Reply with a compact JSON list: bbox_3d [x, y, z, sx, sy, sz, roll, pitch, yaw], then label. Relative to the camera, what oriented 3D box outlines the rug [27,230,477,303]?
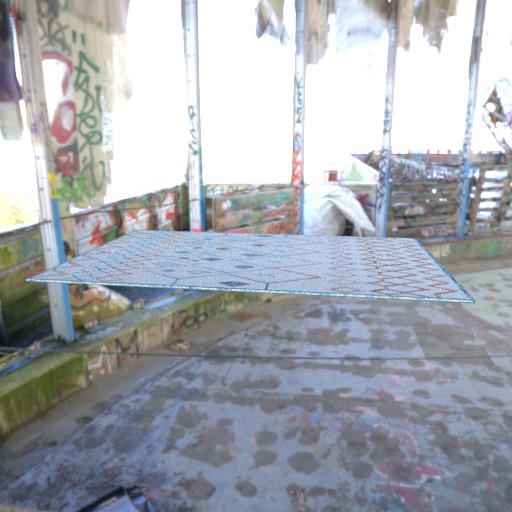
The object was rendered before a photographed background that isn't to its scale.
[{"bbox_3d":[0.000,0.000,3.094,2.438,0.015,1.524,2,14,8],"label":"rug"}]
